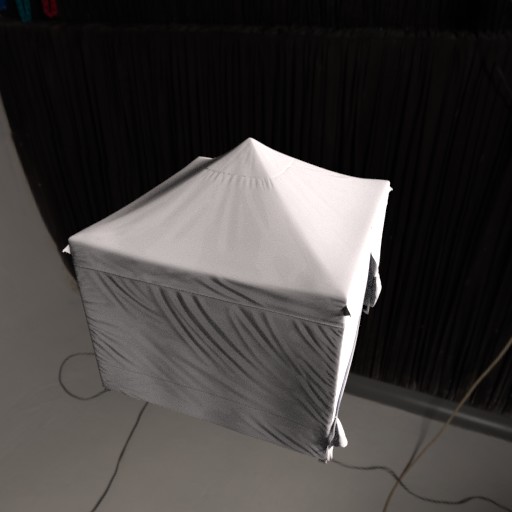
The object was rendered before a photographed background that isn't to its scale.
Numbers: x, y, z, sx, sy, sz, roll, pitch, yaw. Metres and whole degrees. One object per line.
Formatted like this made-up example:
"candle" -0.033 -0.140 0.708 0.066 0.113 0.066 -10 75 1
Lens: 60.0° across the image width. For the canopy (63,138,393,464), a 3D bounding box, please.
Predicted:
"canopy" 0.000 0.000 5.611 3.121 2.997 3.043 11 32 18
